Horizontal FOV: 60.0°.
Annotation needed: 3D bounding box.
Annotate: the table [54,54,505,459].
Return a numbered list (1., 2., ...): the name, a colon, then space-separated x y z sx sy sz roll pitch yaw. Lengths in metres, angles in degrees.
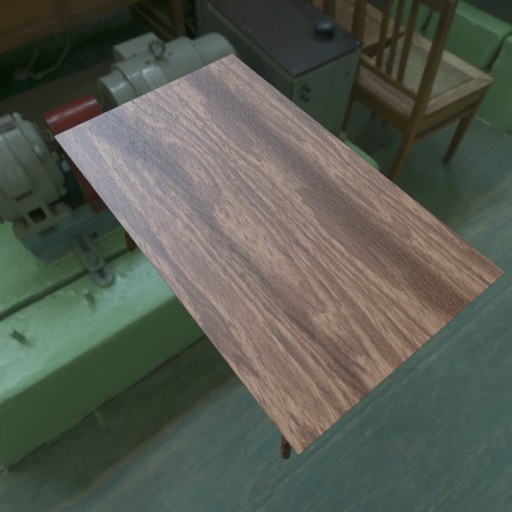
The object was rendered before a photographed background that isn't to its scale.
1. table: 0.000 0.000 1.759 0.801 0.724 1.349 -34 64 -19
